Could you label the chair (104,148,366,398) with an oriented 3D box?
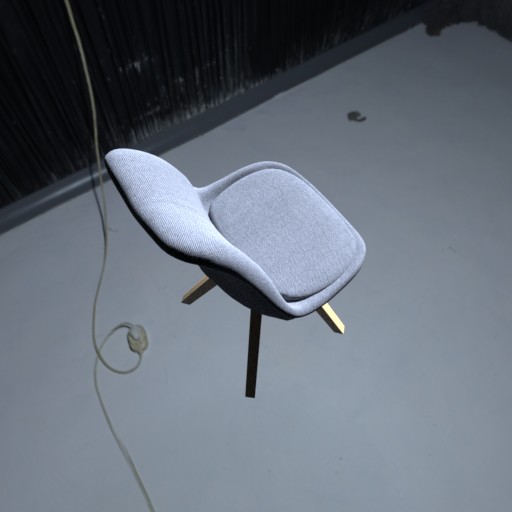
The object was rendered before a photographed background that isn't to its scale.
[{"bbox_3d":[0.000,0.000,1.234,0.550,0.850,0.485,-31,63,-18],"label":"chair"}]
